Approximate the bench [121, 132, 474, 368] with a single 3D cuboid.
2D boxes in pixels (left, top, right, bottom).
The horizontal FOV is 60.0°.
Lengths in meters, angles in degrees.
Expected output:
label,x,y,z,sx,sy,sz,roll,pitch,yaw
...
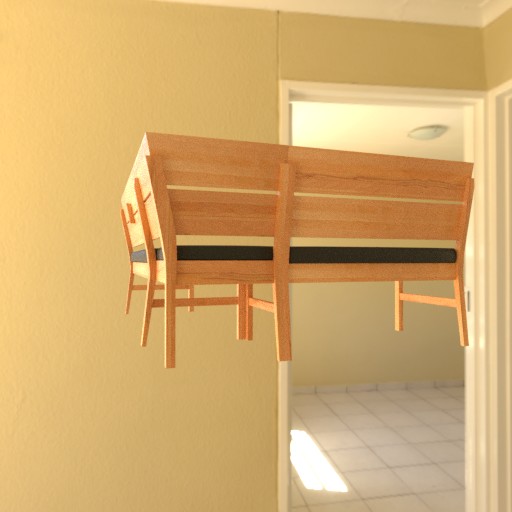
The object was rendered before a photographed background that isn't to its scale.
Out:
label,x,y,z,sx,sy,sz,roll,pitch,yaw
bench,0.000,0.000,2.792,1.548,0.890,1.948,0,-1,-20
